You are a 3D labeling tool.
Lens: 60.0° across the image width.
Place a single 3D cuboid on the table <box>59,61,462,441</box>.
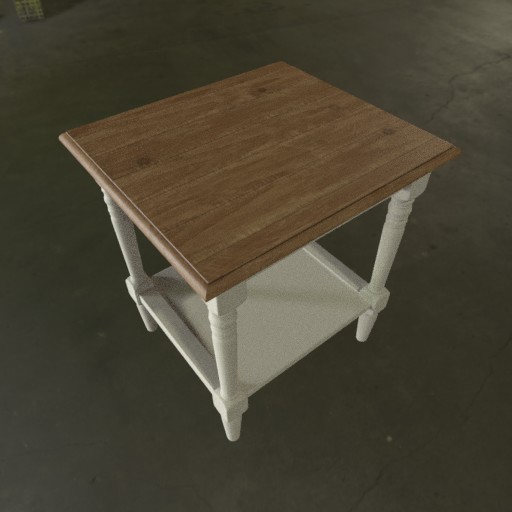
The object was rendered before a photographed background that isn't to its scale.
[{"bbox_3d":[0.000,0.000,0.940,0.508,0.561,0.457,-29,52,-26],"label":"table"}]
